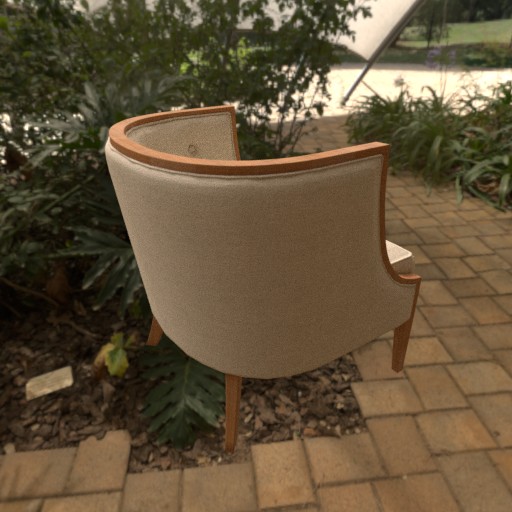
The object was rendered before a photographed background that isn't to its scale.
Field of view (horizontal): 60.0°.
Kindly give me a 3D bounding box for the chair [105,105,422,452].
[{"bbox_3d":[0.000,0.000,1.351,0.757,0.775,0.711,-18,32,-30],"label":"chair"}]
